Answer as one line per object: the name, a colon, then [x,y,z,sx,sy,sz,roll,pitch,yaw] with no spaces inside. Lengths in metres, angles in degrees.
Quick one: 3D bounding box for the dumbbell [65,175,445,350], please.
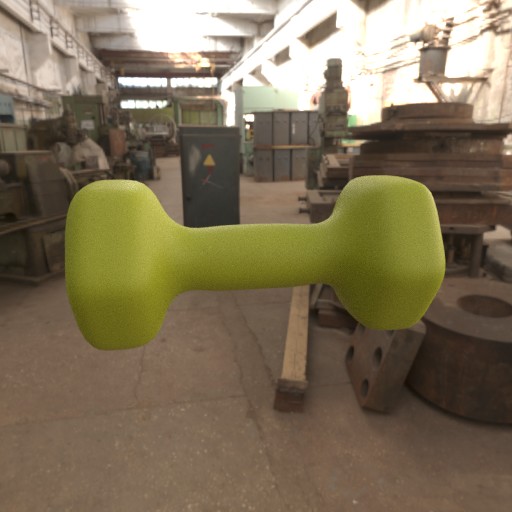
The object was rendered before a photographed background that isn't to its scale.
dumbbell: [0.000,0.000,0.210,0.164,0.072,0.080,-2,16,-8]
